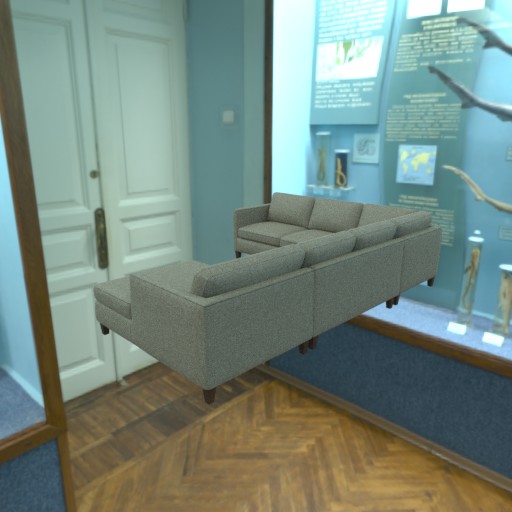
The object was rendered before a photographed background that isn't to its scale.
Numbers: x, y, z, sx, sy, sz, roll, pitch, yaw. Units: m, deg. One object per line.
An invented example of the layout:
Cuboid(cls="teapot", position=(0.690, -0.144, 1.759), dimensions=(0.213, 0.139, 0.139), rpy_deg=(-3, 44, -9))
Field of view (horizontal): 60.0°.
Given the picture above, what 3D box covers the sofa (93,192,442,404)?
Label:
Cuboid(cls="sofa", position=(0.000, 0.000, 4.710), dimensions=(3.403, 0.889, 2.551), rpy_deg=(-15, 21, -43))
